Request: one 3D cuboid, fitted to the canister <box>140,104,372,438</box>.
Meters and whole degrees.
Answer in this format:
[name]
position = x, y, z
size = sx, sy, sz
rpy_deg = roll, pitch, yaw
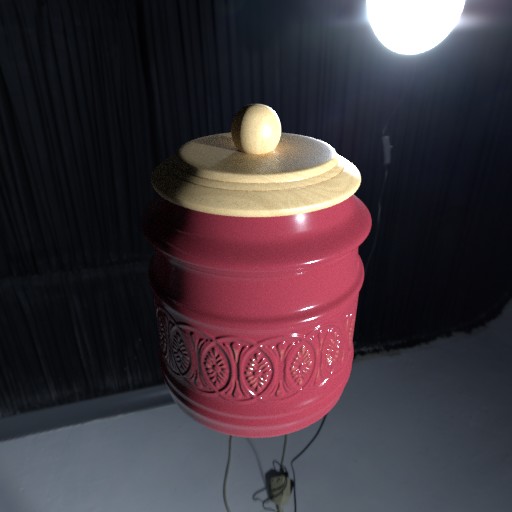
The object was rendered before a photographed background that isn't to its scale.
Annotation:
[canister]
position = 0.000, 0.000, 0.269
size = 0.130, 0.176, 0.130
rpy_deg = 0, 29, 0
